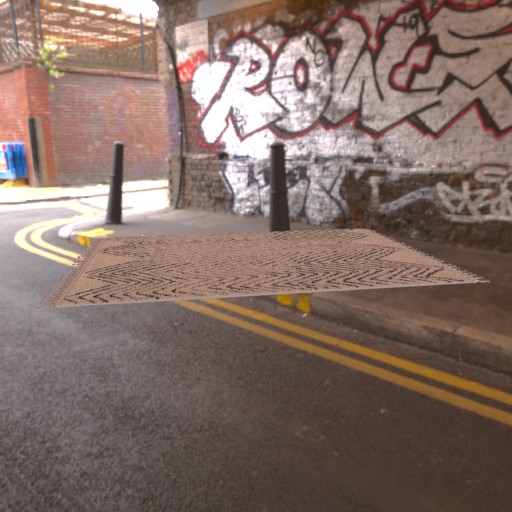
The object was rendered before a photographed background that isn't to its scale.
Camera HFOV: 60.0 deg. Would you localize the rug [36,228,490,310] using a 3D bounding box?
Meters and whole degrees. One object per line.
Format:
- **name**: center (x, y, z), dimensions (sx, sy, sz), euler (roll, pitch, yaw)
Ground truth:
- **rug**: center (0.000, 0.000, 2.321), dimensions (1.847, 0.014, 1.230), euler (-3, 14, -10)
